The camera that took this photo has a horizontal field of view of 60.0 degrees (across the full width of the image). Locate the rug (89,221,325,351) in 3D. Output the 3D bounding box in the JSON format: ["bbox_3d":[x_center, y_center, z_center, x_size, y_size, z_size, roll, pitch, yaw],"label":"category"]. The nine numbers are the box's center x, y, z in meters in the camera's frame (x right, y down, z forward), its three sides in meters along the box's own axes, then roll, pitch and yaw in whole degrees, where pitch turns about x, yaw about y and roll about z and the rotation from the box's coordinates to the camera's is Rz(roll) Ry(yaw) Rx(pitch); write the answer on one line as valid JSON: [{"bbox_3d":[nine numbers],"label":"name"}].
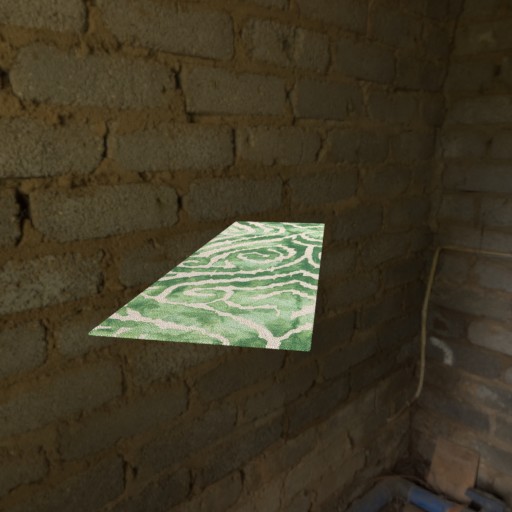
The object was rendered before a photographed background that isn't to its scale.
[{"bbox_3d":[0.000,0.000,2.629,0.761,0.006,2.438,2,14,9],"label":"rug"}]
